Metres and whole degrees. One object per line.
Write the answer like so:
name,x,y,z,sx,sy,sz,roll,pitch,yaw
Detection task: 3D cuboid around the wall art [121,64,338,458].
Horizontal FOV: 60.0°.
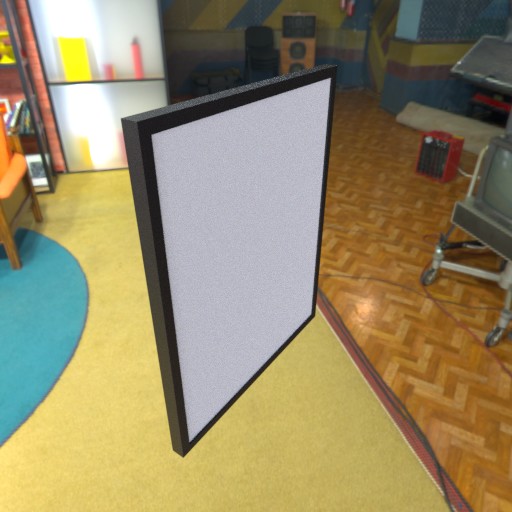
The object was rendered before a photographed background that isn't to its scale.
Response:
wall art,0.000,0.000,0.543,0.018,0.397,0.325,20,37,30
